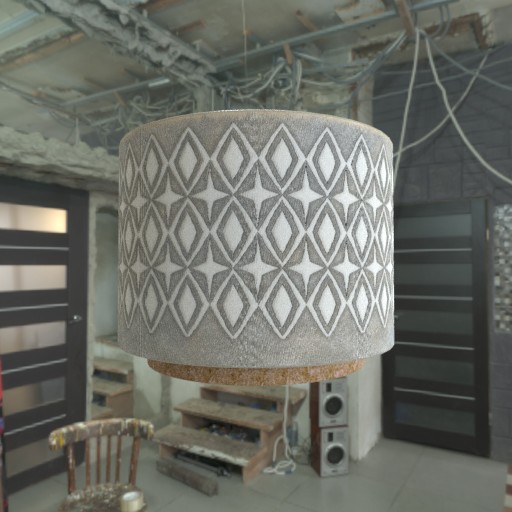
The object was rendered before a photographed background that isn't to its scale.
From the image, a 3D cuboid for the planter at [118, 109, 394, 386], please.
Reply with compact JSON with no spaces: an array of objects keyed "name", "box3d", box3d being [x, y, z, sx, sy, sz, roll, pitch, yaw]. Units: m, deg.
[{"name":"planter","box3d":[0.000,0.000,0.277,0.164,0.127,0.164,0,-1,0]}]
